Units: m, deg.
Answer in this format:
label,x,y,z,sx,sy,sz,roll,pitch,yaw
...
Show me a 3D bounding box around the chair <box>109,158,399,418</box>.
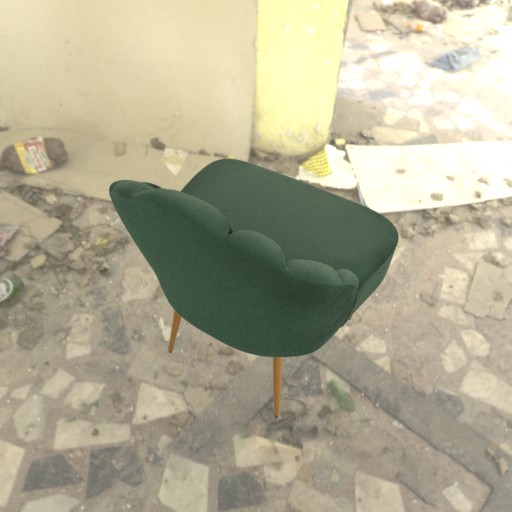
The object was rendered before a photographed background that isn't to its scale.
label,x,y,z,sx,sy,sz,roll,pitch,yaw
chair,0.000,0.000,1.250,0.657,0.819,0.599,25,52,21
